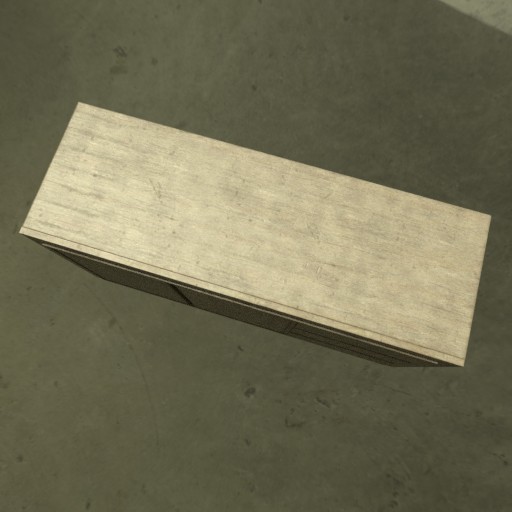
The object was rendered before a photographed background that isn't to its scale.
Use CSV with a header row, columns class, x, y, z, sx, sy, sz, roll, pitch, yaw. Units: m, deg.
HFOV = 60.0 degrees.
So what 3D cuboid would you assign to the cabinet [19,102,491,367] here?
class,x,y,z,sx,sy,sz,roll,pitch,yaw
cabinet,0.000,0.000,1.847,1.460,0.825,0.511,16,76,4
